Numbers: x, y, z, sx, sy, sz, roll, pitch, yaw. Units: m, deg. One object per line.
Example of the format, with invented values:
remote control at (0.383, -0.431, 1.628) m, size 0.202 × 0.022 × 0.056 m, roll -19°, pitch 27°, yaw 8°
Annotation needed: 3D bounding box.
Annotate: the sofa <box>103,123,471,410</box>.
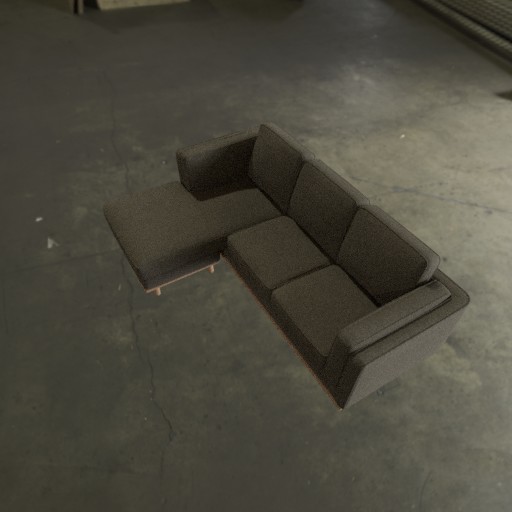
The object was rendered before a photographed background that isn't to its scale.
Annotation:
sofa at (0.000, 0.000, 3.230) m, size 1.604 × 0.929 × 2.411 m, roll -23°, pitch 50°, yaw -21°
